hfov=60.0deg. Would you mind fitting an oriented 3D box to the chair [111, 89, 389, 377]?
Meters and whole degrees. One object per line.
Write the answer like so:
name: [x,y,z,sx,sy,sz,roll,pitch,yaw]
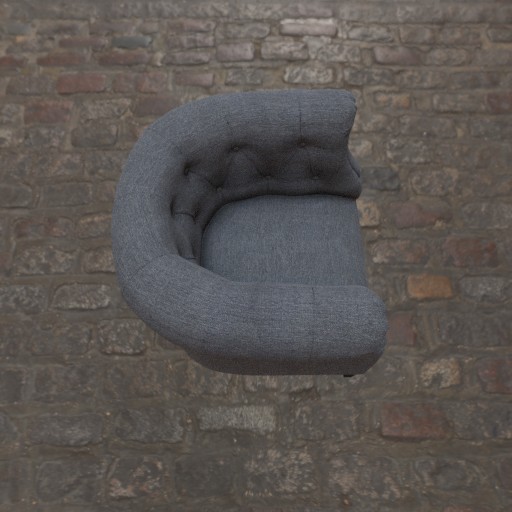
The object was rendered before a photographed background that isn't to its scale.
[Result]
chair: [0.000,0.000,1.615,0.852,0.827,0.905,-1,64,0]
